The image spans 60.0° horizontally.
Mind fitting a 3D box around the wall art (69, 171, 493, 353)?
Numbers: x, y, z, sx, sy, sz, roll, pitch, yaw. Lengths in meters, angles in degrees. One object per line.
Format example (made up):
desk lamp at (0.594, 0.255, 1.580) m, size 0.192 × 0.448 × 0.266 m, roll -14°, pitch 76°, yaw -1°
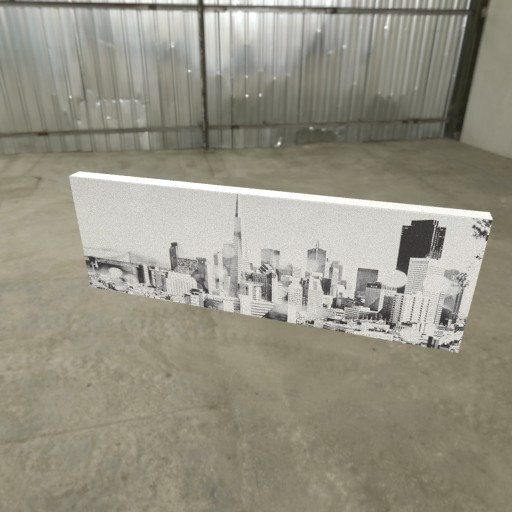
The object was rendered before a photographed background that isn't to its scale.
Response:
wall art at (0.000, 0.000, 0.849) m, size 0.766 × 0.256 × 0.036 m, roll 8°, pitch 28°, yaw 15°
